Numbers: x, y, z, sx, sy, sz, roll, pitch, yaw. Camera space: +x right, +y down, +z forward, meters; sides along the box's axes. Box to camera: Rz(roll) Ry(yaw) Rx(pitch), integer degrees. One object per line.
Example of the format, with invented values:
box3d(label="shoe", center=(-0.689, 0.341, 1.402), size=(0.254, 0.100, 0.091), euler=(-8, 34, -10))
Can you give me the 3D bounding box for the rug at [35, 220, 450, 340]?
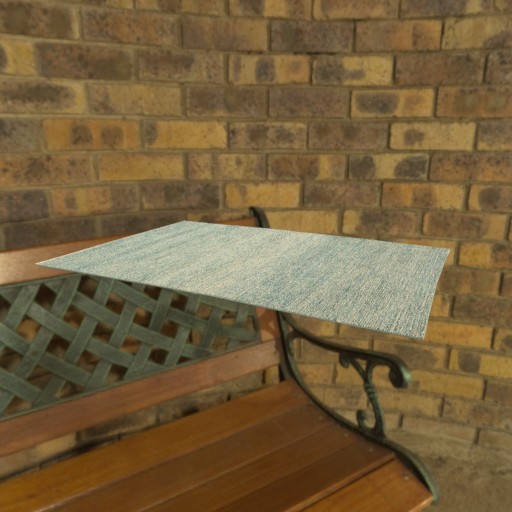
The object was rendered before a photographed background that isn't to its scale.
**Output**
box3d(label="rug", center=(0.000, 0.000, 5.219), size=(4.078, 0.052, 2.802), euler=(8, 17, 26))
